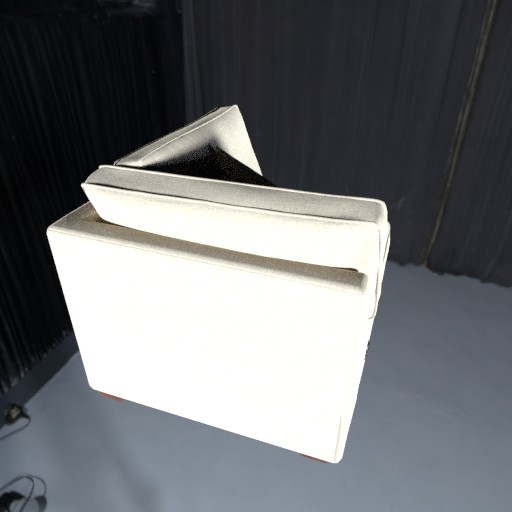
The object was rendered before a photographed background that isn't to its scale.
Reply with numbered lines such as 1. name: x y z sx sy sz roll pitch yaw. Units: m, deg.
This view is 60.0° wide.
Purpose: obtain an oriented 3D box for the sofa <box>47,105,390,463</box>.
1. sofa: 0.000 0.000 1.926 1.084 1.002 1.146 11 33 17
